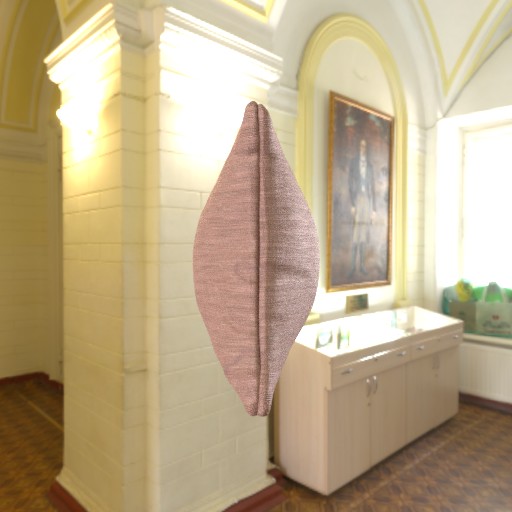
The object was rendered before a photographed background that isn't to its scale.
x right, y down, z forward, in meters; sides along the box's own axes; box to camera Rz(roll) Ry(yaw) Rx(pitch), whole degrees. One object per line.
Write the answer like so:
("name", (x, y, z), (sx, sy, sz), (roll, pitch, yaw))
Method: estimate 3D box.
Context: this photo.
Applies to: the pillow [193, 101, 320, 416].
("pillow", (0.000, 0.000, 0.781), (0.210, 0.338, 0.633), (0, 1, 1))
